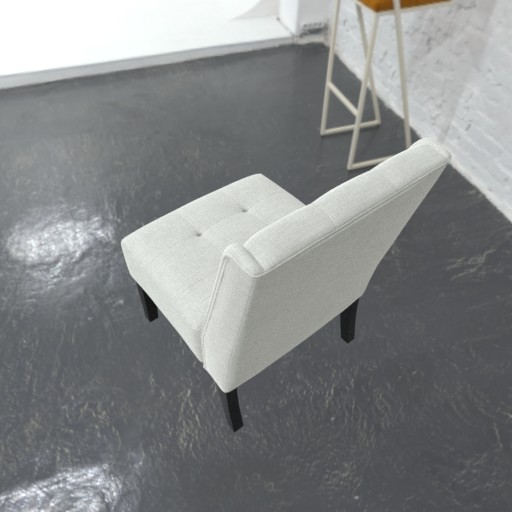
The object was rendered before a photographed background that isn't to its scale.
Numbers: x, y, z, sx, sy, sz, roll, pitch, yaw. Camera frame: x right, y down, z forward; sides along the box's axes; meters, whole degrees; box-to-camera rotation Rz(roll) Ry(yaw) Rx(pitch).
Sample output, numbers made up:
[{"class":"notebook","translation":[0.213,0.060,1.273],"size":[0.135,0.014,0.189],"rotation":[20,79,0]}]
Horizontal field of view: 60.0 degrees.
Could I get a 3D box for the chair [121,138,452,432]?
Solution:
[{"class":"chair","translation":[0.000,0.000,1.301],"size":[0.569,0.853,0.676],"rotation":[-30,54,-26]}]
